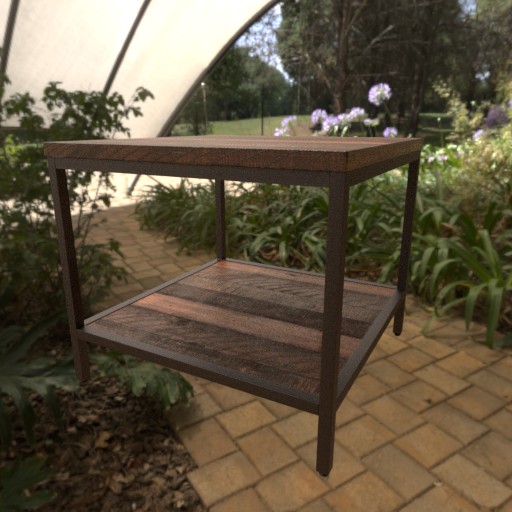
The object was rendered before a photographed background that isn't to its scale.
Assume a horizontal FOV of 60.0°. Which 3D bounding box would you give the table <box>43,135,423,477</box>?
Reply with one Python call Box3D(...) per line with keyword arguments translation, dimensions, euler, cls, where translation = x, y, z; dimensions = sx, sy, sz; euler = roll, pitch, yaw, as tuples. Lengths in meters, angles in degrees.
Box3D(translation=(0.000, 0.000, 0.949), dimensions=(0.548, 0.482, 0.553), euler=(9, 19, 27), cls="table")
